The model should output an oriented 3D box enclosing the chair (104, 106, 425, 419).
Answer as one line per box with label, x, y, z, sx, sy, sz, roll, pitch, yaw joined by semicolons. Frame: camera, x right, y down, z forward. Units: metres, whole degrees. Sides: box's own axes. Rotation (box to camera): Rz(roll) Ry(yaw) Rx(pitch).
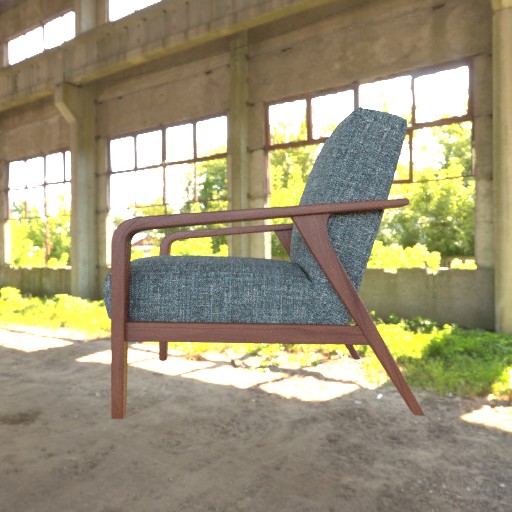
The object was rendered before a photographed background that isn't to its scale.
chair;0.000;0.000;1.520;0.889;0.864;0.719;0;0;-2
